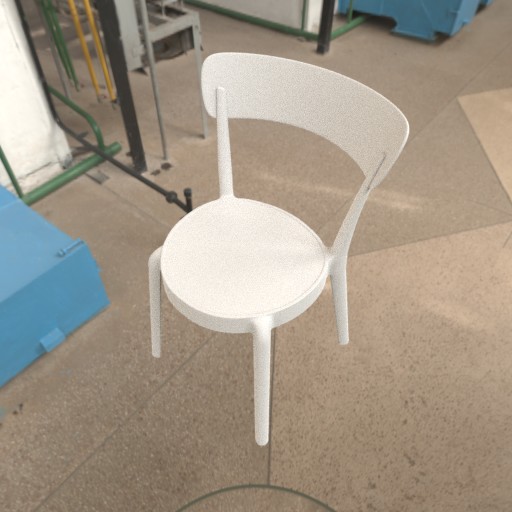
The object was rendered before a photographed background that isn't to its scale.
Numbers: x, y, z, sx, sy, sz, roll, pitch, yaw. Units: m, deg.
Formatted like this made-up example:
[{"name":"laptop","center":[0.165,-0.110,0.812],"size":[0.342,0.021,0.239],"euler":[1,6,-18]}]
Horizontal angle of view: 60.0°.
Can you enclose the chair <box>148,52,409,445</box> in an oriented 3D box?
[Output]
[{"name":"chair","center":[0.000,0.000,1.118],"size":[0.506,0.790,0.491],"euler":[31,54,26]}]
